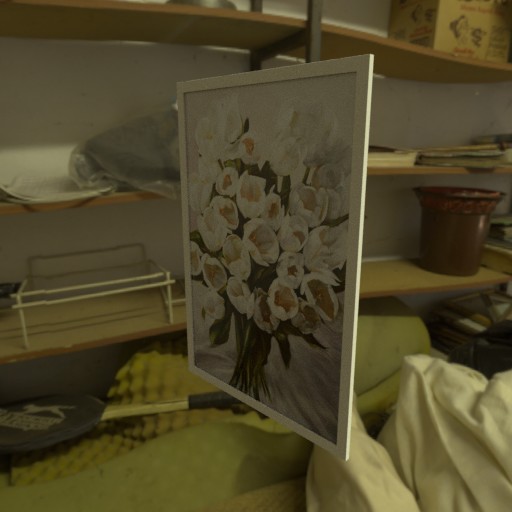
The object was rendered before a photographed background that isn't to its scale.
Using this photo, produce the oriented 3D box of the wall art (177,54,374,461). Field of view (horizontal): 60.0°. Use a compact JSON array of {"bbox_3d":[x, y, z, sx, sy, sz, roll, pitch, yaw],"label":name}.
[{"bbox_3d":[0.000,0.000,1.245,0.660,0.965,0.015,14,20,43],"label":"wall art"}]
